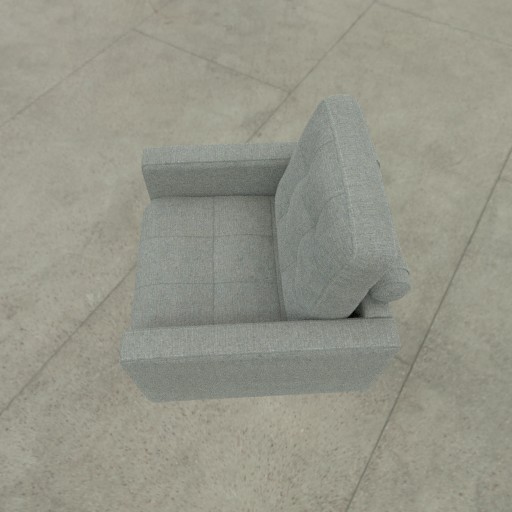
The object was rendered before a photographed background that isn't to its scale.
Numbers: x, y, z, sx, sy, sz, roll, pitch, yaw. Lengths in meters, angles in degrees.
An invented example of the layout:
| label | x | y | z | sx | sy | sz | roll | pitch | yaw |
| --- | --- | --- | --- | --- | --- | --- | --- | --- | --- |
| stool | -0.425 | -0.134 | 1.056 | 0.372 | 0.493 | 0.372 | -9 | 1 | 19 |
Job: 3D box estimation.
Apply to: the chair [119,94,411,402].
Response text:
| label | x | y | z | sx | sy | sz | roll | pitch | yaw |
| --- | --- | --- | --- | --- | --- | --- | --- | --- | --- |
| chair | 0.000 | 0.000 | 1.529 | 0.843 | 0.880 | 0.821 | -3 | 58 | -2 |
